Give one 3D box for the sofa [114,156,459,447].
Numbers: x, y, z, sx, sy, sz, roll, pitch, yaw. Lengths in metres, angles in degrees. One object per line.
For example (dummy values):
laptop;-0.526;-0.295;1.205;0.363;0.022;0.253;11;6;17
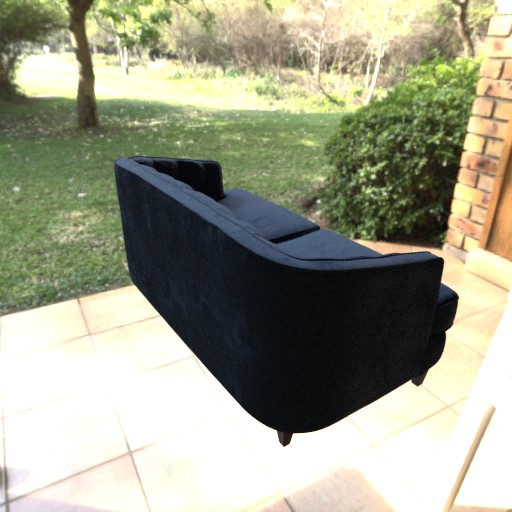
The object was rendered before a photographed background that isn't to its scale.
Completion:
sofa;0.000;0.000;2.246;0.941;0.854;1.733;-17;31;-30
